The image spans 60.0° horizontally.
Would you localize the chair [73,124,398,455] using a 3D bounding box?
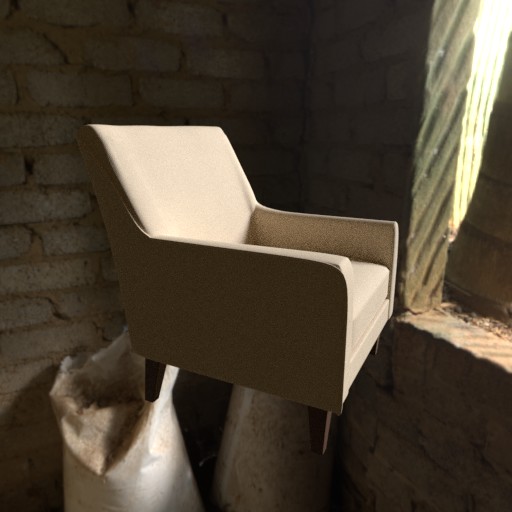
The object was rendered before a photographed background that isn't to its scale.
[{"bbox_3d":[0.000,0.000,1.619,0.899,0.919,0.780,8,17,26],"label":"chair"}]
